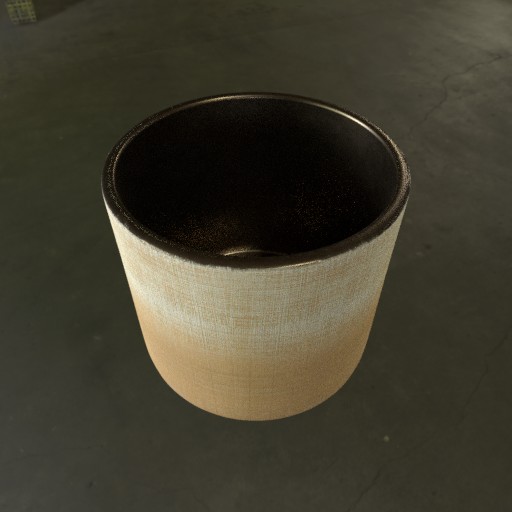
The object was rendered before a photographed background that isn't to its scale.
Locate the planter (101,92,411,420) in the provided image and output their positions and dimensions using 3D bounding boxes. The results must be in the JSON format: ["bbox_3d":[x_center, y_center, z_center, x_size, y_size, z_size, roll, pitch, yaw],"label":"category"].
[{"bbox_3d":[0.000,0.000,0.388,0.221,0.201,0.221,0,45,0],"label":"planter"}]
